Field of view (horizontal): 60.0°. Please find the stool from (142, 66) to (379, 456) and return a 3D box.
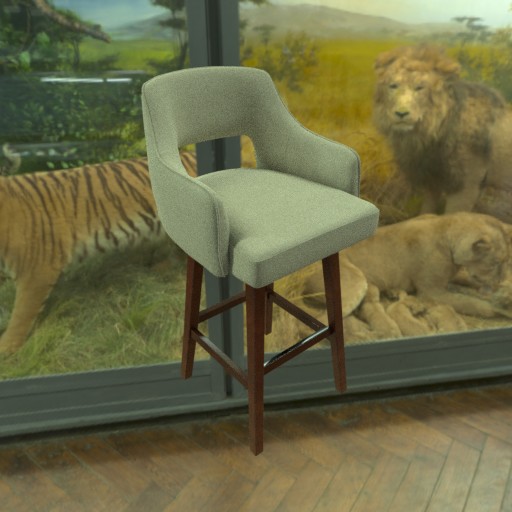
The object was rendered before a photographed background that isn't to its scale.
[{"bbox_3d":[0.000,0.000,1.385,0.550,1.041,0.560,-22,37,-33],"label":"stool"}]
